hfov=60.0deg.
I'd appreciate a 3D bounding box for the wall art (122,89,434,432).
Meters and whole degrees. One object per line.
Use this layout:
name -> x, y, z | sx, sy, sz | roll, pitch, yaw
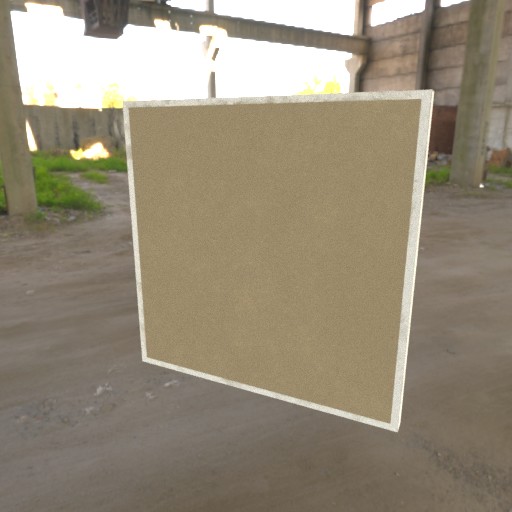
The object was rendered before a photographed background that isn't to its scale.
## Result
wall art -> 0.000, 0.000, 1.117 | 0.760, 0.757, 0.038 | 8, 17, 25
